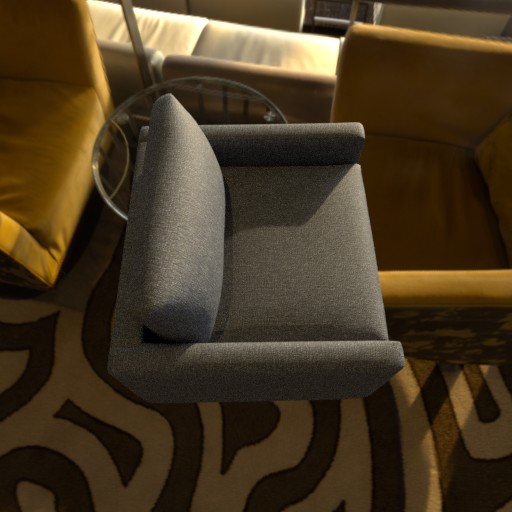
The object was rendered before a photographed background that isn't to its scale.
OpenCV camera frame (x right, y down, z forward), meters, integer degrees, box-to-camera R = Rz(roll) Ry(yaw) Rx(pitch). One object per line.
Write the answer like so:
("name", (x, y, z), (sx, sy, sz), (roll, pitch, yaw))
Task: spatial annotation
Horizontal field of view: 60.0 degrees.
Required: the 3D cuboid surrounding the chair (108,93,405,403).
("chair", (0.000, 0.000, 1.629), (0.866, 0.861, 0.963), (-1, 62, -1))
